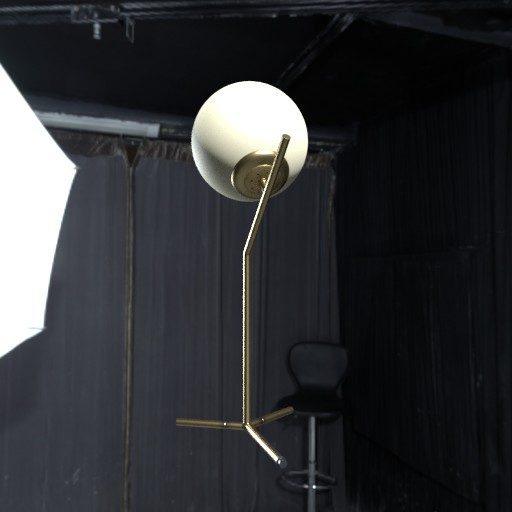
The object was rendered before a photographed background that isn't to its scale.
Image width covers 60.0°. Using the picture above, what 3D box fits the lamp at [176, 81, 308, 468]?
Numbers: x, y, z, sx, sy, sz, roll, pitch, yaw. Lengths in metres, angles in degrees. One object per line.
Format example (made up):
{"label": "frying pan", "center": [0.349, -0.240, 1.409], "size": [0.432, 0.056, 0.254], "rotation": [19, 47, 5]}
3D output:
{"label": "lamp", "center": [0.000, 0.000, 0.676], "size": [0.210, 0.552, 0.251], "rotation": [1, -3, -19]}
